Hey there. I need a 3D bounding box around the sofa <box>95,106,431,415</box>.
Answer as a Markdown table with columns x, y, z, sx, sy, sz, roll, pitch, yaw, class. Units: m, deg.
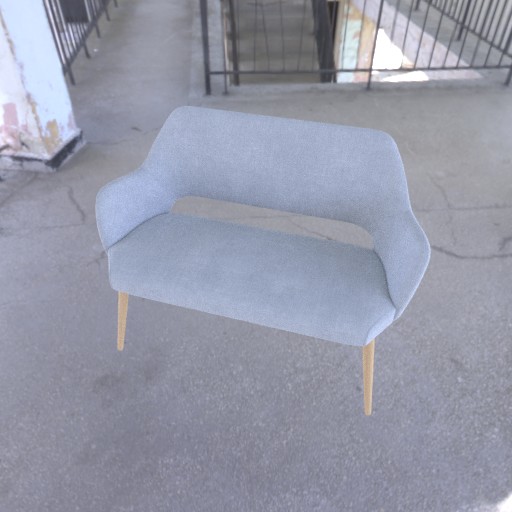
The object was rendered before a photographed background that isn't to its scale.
| x | y | z | sx | sy | sz | roll | pitch | yaw | class |
| --- | --- | --- | --- | --- | --- | --- | --- | --- | --- |
| 0.000 | 0.000 | 1.659 | 1.150 | 0.840 | 0.610 | 11 | 43 | 12 | sofa |
